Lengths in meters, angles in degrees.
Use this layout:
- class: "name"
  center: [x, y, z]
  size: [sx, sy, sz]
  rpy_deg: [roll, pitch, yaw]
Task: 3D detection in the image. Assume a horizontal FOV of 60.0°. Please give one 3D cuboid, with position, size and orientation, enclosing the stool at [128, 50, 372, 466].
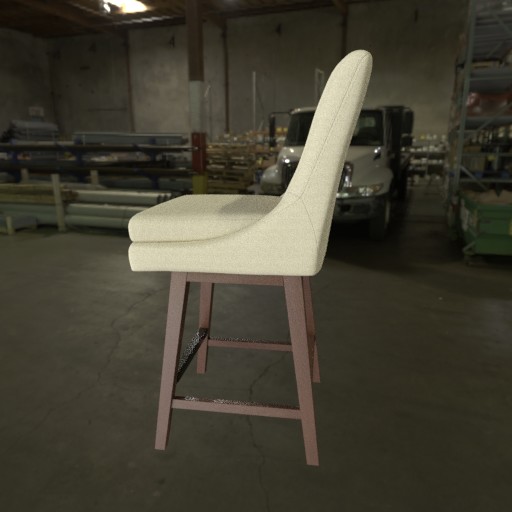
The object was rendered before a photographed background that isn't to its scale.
- class: "stool"
  center: [0.000, 0.000, 1.250]
  size: [0.559, 0.991, 0.483]
  rpy_deg: [2, 14, 8]
